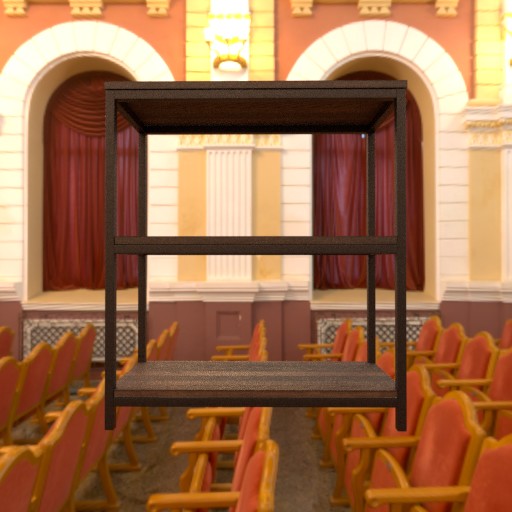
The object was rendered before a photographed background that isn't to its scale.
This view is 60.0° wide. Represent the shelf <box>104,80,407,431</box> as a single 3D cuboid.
[{"bbox_3d":[0.000,0.000,1.373,0.822,0.947,0.352,0,-1,1],"label":"shelf"}]
